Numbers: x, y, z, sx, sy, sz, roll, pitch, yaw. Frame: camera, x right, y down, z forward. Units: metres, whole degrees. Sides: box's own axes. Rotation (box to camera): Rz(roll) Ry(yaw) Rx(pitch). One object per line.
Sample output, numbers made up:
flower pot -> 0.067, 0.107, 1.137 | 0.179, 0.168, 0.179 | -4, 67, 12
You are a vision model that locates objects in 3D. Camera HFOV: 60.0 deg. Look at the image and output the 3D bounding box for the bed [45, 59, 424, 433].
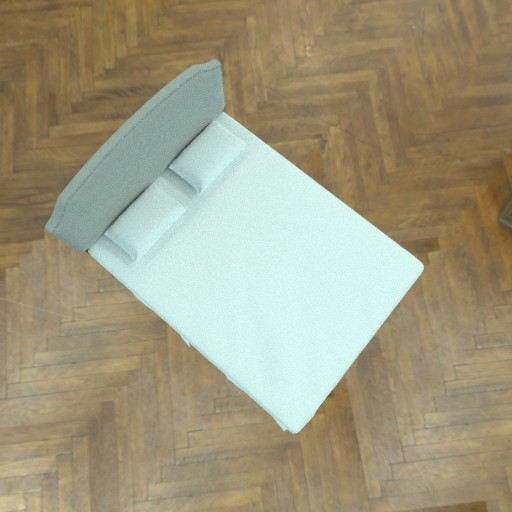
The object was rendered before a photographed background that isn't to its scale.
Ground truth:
bed -> 0.000, 0.000, 3.024 | 1.999, 1.270, 1.558 | 39, 79, 9
